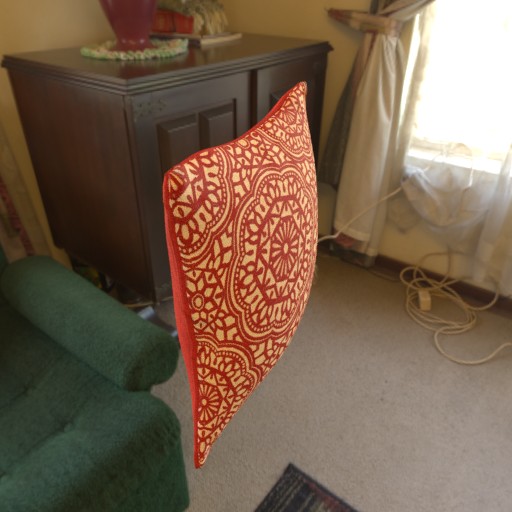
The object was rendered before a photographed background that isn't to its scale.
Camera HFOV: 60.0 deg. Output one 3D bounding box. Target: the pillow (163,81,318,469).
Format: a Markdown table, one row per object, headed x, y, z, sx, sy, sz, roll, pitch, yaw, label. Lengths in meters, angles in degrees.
| x | y | z | sx | sy | sz | roll | pitch | yaw | label |
| --- | --- | --- | --- | --- | --- | --- | --- | --- | --- |
| 0.000 | 0.000 | 0.657 | 0.162 | 0.419 | 0.438 | 11 | 33 | 17 | pillow |
